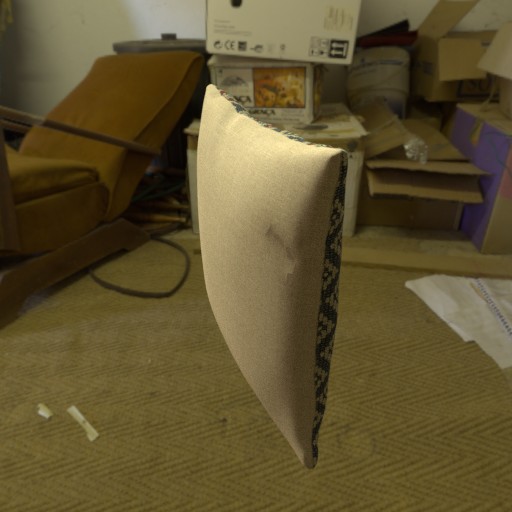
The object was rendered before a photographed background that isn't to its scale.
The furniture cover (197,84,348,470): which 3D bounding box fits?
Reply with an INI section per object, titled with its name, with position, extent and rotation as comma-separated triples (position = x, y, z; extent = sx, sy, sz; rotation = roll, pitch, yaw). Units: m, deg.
[furniture cover]
position = 0.000, 0.000, 0.663
extent = 0.139, 0.431, 0.431
rotation = -10, 31, -18
